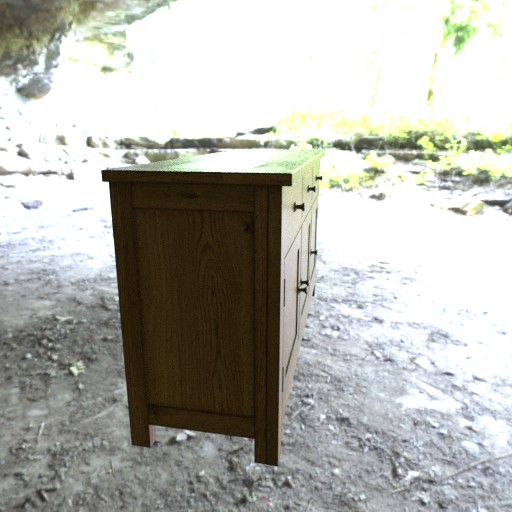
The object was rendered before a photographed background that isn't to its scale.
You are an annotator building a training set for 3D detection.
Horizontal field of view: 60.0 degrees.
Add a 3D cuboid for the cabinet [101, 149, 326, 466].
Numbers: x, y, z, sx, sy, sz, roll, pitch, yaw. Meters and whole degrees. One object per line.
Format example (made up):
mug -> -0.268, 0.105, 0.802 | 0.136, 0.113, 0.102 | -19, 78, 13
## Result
cabinet -> 0.000, 0.000, 1.848 | 0.480, 0.813, 1.474 | 3, 16, 11
